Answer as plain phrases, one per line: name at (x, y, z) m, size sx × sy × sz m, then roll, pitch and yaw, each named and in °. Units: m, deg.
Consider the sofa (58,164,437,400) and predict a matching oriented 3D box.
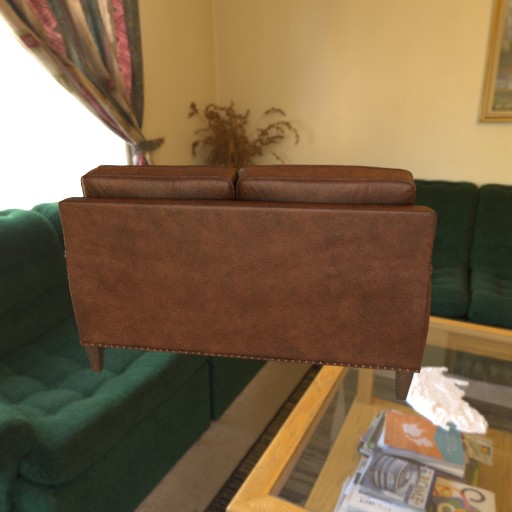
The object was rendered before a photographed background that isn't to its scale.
sofa at (0.000, 0.000, 2.320) m, size 1.628 × 1.003 × 1.083 m, roll 3°, pitch 17°, yaw 9°
